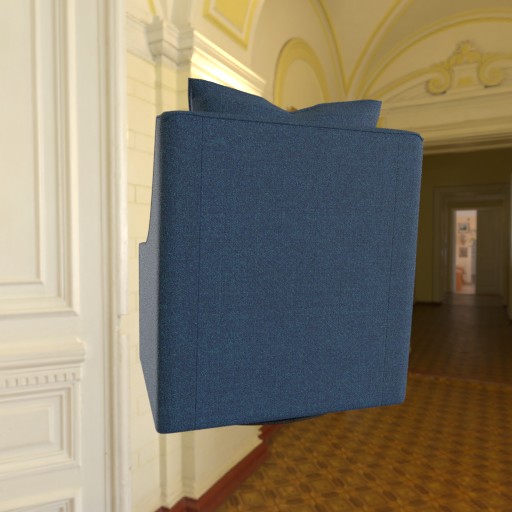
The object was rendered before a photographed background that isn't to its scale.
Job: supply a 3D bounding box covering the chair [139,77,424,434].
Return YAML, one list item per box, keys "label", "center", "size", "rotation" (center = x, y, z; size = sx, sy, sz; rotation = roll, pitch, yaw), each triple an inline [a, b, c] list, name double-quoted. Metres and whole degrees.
- label: "chair"
  center: [0.000, 0.000, 1.548]
  size: [0.750, 0.939, 0.870]
  rotation: [0, 2, -18]
